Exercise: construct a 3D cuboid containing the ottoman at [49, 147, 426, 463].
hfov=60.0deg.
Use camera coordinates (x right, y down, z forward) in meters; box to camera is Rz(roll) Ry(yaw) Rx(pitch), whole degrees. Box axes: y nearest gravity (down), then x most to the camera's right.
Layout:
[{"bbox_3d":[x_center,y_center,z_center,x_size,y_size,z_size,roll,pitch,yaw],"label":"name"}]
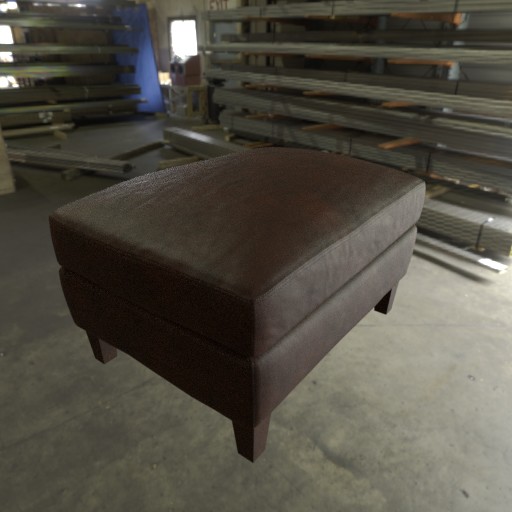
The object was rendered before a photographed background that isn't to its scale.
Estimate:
[{"bbox_3d":[0.000,0.000,1.257,0.659,0.527,0.887,18,31,33],"label":"ottoman"}]
